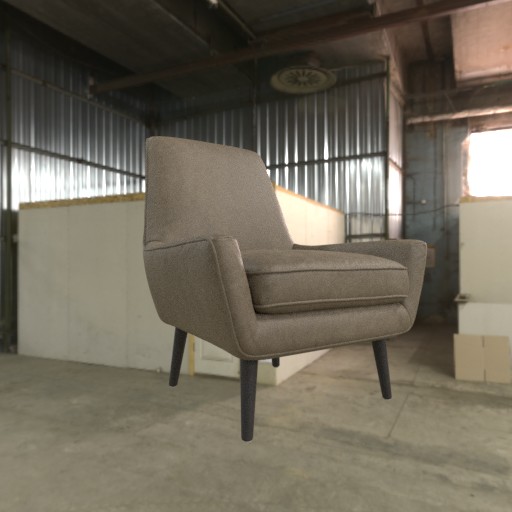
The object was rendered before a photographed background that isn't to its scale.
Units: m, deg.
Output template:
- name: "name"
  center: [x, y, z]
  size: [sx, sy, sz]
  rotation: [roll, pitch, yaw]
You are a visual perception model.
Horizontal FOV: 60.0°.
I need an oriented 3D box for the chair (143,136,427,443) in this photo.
- name: "chair"
  center: [0.000, 0.000, 1.487]
  size: [0.787, 0.888, 0.824]
  rotation: [0, 1, -35]
